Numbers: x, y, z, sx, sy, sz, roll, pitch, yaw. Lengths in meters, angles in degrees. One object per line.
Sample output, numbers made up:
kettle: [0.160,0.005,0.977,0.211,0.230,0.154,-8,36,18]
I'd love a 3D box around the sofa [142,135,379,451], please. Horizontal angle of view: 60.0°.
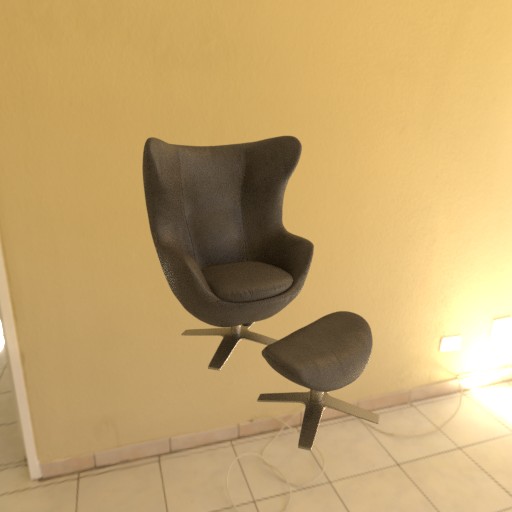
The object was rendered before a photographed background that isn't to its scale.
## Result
sofa: [0.000,0.000,2.208,0.894,1.135,1.444,-8,18,-26]
